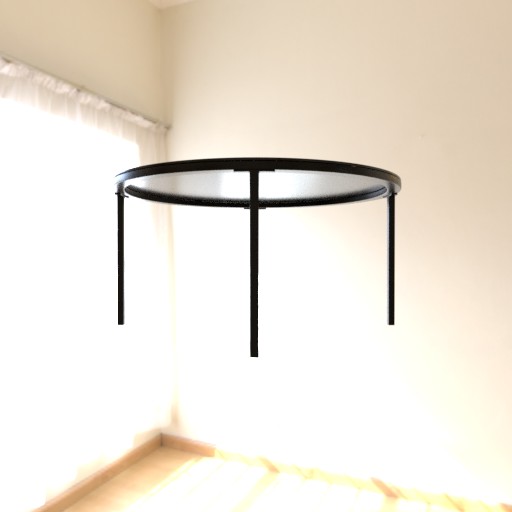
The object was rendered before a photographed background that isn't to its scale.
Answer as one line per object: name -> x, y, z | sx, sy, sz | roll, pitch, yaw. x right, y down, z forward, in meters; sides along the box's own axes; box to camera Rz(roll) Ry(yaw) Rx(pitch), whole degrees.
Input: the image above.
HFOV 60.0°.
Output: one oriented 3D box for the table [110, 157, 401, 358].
table -> 0.000, 0.000, 1.282 | 0.800, 0.400, 0.800 | 0, 0, 0
